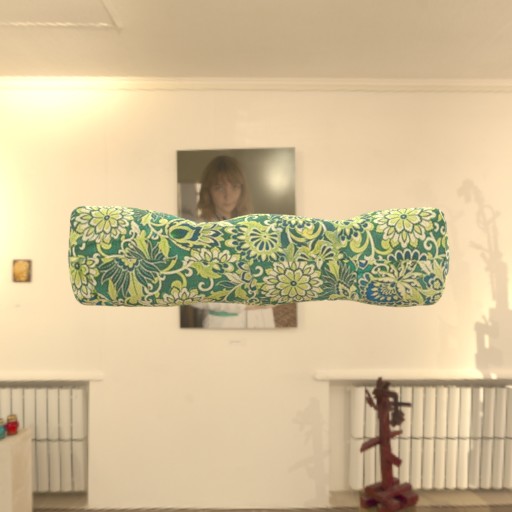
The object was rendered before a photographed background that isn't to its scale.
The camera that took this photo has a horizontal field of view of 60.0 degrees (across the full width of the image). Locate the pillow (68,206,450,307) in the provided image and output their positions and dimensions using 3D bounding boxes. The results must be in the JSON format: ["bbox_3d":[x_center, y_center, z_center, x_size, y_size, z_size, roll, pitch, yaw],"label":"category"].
[{"bbox_3d":[0.000,0.000,0.752,0.468,0.128,0.490,0,1,-1],"label":"pillow"}]
